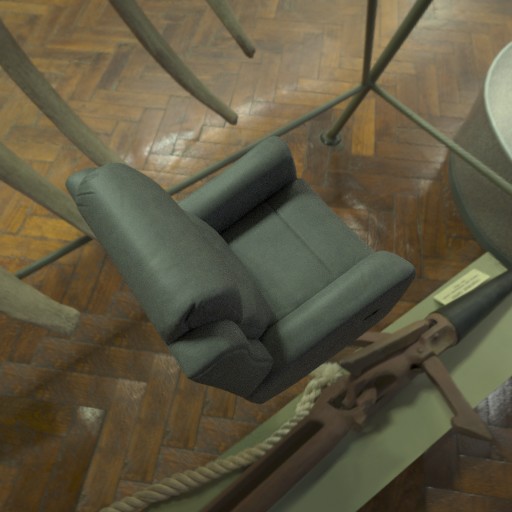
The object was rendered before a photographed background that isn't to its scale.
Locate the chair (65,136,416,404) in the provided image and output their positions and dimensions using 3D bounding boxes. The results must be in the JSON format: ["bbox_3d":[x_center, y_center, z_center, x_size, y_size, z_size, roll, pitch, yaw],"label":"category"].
[{"bbox_3d":[0.000,0.000,1.907,1.068,1.116,0.965,-32,64,-17],"label":"chair"}]
